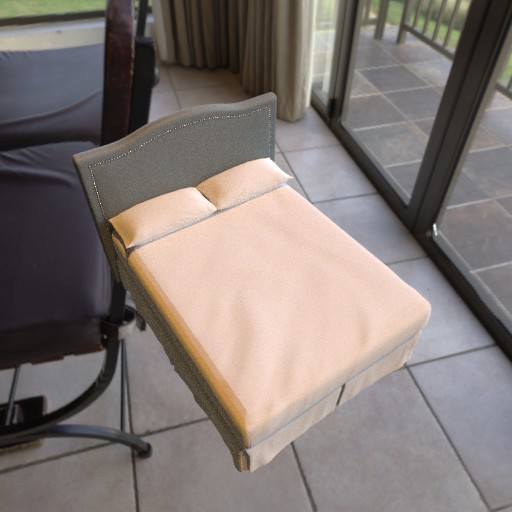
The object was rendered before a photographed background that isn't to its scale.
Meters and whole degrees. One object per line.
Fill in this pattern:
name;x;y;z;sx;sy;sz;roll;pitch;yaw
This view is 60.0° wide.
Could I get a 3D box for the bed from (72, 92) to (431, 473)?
bed;0.000;0.000;3.325;1.753;1.460;2.143;-26;51;-23
